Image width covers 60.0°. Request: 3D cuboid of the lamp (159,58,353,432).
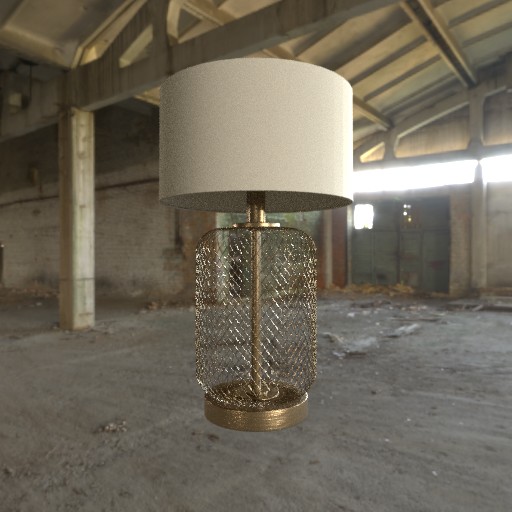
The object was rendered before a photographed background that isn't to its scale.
[{"bbox_3d":[0.000,0.000,0.822,0.353,0.578,0.353,0,0,0],"label":"lamp"}]
